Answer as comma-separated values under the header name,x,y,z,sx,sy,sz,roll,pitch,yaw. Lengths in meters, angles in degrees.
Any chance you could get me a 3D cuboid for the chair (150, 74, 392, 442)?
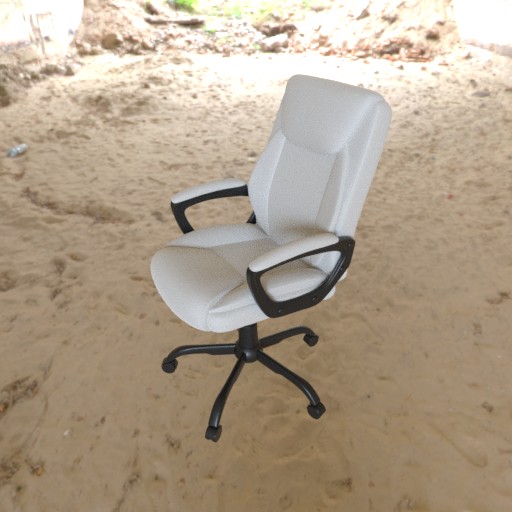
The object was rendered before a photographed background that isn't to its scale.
name,x,y,z,sx,sy,sz,roll,pitch,yaw
chair,0.000,0.000,1.492,0.669,1.065,0.663,-19,36,-28
